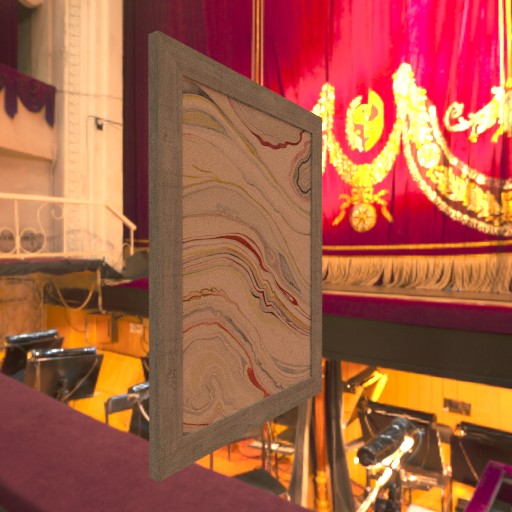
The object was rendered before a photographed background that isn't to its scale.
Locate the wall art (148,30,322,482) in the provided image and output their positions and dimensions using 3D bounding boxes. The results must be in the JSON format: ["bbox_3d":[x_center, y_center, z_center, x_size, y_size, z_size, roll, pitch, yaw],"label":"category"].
[{"bbox_3d":[0.000,0.000,0.802,0.020,0.613,0.481,0,1,36],"label":"wall art"}]
